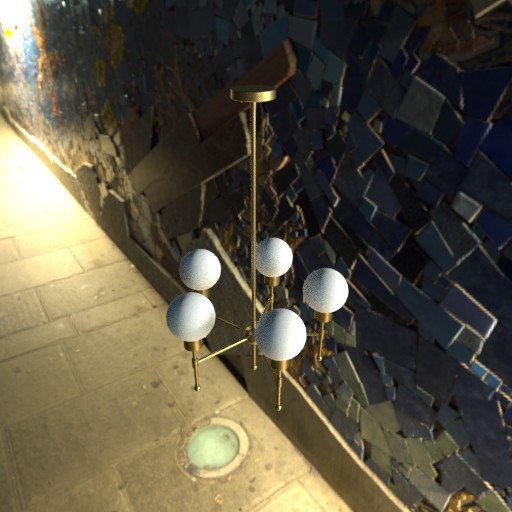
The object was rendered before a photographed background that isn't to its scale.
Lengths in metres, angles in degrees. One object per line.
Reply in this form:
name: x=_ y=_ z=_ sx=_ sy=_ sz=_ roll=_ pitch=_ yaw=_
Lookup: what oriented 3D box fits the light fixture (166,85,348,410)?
light fixture: x=0.000 y=0.000 z=1.875 sx=0.815 sy=1.331 sz=0.785 roll=-9 pitch=30 yaw=-16
